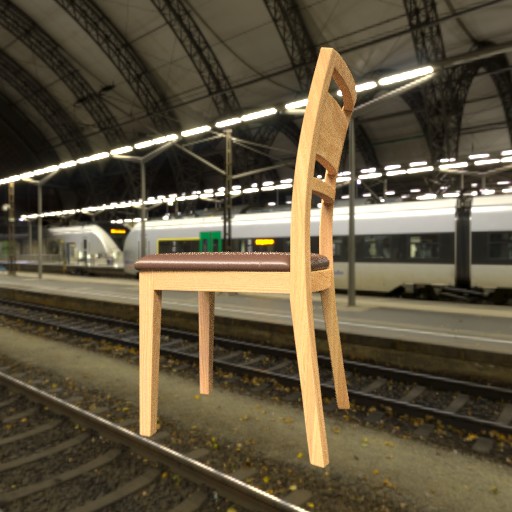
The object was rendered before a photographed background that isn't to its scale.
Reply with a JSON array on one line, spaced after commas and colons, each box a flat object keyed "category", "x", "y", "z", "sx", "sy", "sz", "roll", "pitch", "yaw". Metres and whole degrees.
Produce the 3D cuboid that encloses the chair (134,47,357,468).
[{"category": "chair", "x": 0.000, "y": 0.000, "z": 1.254, "sx": 0.545, "sy": 0.940, "sz": 0.420, "roll": 0, "pitch": 1, "yaw": 19}]
